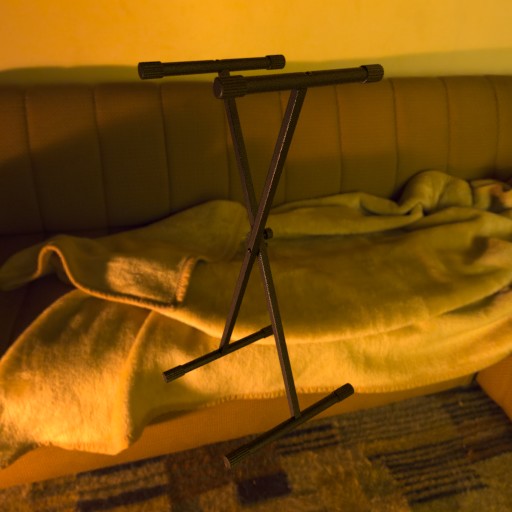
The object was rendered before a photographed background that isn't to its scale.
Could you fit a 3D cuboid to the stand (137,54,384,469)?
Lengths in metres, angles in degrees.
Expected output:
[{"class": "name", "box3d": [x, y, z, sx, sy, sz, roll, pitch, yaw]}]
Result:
[{"class": "stand", "box3d": [0.000, 0.000, 1.173, 0.449, 0.940, 0.409, -19, 33, -31]}]
